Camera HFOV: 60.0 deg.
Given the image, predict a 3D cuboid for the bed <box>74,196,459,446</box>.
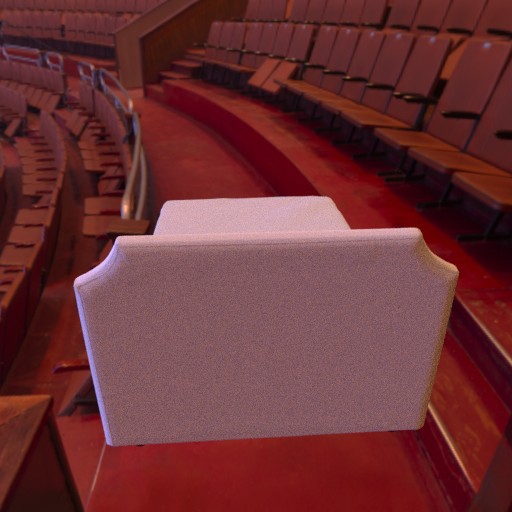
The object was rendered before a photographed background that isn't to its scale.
[{"bbox_3d":[0.000,0.000,3.197,1.828,1.297,2.164,-2,28,-3],"label":"bed"}]
